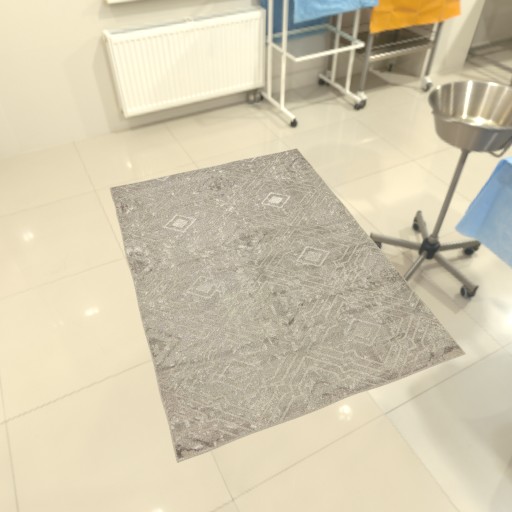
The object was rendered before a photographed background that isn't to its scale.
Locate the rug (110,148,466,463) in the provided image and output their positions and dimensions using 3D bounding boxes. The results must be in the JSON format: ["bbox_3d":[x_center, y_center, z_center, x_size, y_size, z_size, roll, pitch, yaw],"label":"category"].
[{"bbox_3d":[0.000,0.000,4.455,2.448,0.020,3.359,-15,47,-14],"label":"rug"}]
